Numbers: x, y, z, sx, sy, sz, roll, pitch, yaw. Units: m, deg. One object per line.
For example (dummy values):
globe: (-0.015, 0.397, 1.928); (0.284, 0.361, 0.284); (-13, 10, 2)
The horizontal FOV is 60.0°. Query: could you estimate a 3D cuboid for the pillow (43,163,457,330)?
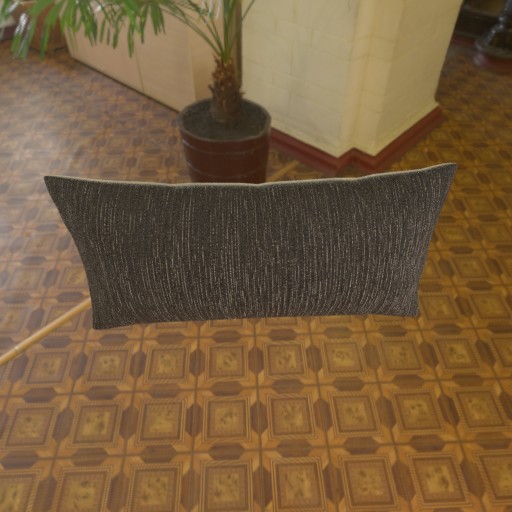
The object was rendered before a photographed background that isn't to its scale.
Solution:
pillow: (0.000, 0.000, 0.736); (0.608, 0.305, 0.156); (-2, 46, -2)
